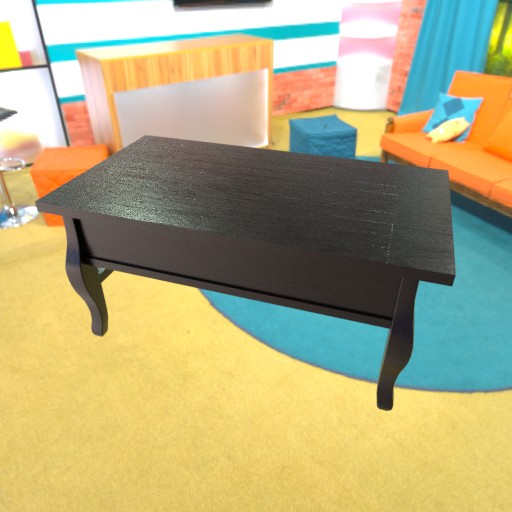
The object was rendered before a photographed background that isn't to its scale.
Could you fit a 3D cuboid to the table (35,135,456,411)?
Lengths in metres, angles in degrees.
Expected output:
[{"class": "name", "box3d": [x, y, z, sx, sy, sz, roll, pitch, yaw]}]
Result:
[{"class": "table", "box3d": [0.000, 0.000, 1.419, 1.062, 0.494, 0.600, 10, 35, 15]}]
